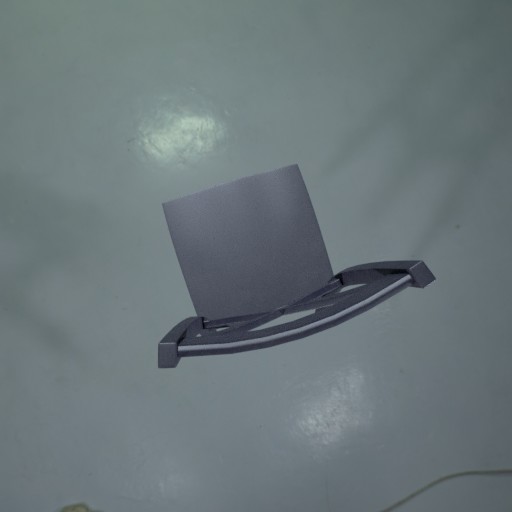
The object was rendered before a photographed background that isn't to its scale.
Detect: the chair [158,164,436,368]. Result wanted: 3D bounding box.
[{"bbox_3d":[0.000,0.000,1.265,0.485,0.983,0.542,-17,77,-4],"label":"chair"}]
